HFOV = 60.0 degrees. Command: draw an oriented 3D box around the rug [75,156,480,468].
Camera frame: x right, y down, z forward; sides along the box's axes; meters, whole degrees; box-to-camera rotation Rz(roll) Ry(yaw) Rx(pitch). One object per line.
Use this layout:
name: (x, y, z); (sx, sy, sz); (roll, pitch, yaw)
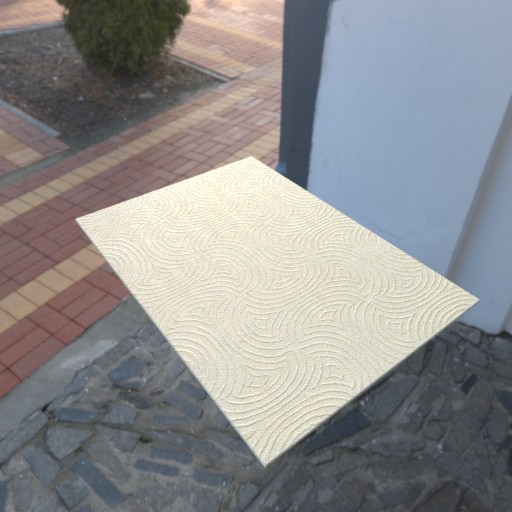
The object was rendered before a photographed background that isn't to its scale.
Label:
rug: (0.000, 0.000, 2.768); (1.526, 0.015, 2.132); (-26, 47, -28)
